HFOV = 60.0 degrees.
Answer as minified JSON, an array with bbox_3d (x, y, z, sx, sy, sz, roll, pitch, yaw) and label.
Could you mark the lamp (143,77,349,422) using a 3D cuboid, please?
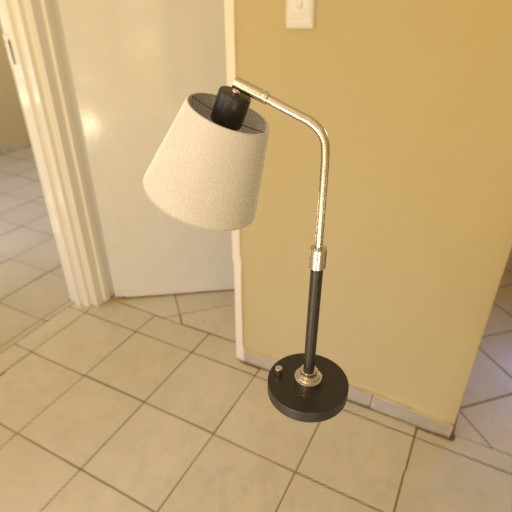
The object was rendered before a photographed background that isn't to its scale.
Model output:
[{"bbox_3d":[0.000,0.000,0.715,0.348,0.539,0.181,9,31,16],"label":"lamp"}]
